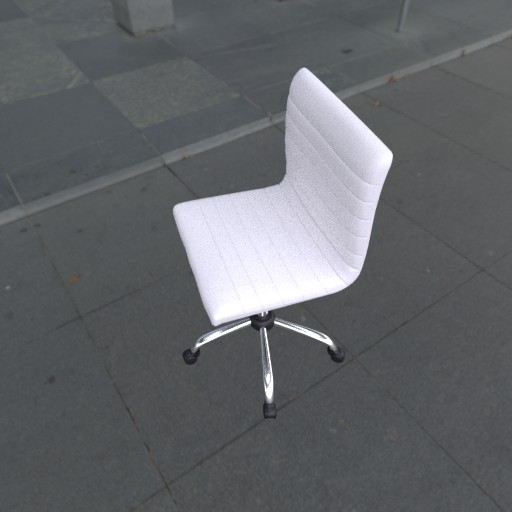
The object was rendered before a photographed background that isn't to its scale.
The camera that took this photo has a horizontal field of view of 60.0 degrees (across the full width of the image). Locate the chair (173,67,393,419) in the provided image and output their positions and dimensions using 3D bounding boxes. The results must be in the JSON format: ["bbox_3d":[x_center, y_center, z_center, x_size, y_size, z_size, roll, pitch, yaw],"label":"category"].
[{"bbox_3d":[0.000,0.000,1.098,0.455,0.750,0.520,-15,48,-14],"label":"chair"}]
